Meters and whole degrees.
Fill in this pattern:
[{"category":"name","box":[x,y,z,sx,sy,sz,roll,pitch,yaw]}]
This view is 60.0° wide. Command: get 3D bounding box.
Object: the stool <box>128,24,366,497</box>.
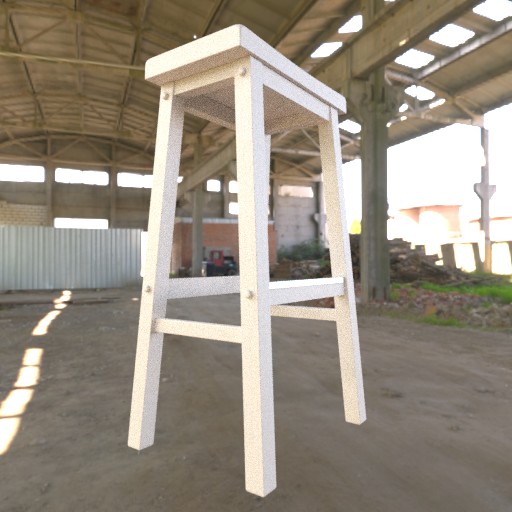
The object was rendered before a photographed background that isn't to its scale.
[{"category":"stool","box":[0.000,0.000,0.935,0.322,0.742,0.406,-1,-1,36]}]
